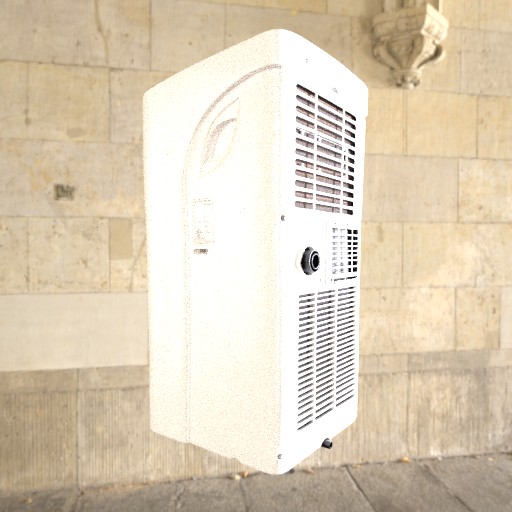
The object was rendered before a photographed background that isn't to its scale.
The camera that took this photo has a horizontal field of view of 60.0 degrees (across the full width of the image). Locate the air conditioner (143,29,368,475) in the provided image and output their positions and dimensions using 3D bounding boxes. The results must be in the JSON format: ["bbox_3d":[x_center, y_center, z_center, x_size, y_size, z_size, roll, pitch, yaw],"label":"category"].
[{"bbox_3d":[0.000,0.000,0.906,0.369,0.716,0.352,1,1,37],"label":"air conditioner"}]
